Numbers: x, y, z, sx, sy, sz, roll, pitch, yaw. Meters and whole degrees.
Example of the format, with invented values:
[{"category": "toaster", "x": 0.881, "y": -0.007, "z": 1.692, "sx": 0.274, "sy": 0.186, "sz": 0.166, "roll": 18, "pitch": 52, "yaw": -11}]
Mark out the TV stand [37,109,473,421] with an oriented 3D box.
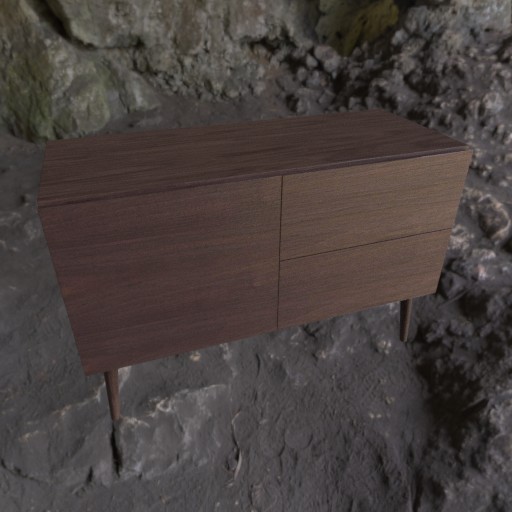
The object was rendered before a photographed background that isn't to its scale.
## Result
[{"category": "TV stand", "x": 0.000, "y": 0.000, "z": 1.282, "sx": 0.990, "sy": 0.660, "sz": 0.405, "roll": -11, "pitch": 34, "yaw": -16}]
